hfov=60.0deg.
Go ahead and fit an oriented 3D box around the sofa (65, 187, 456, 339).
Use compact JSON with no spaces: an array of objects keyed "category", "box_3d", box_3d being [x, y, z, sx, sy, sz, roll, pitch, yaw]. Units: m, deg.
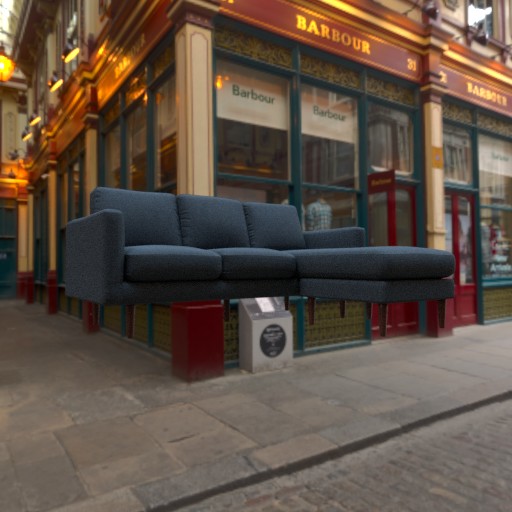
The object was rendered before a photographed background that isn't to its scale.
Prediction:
[{"category":"sofa","box_3d":[0.000,0.000,2.970,2.055,0.957,1.667,1,-1,-35]}]
